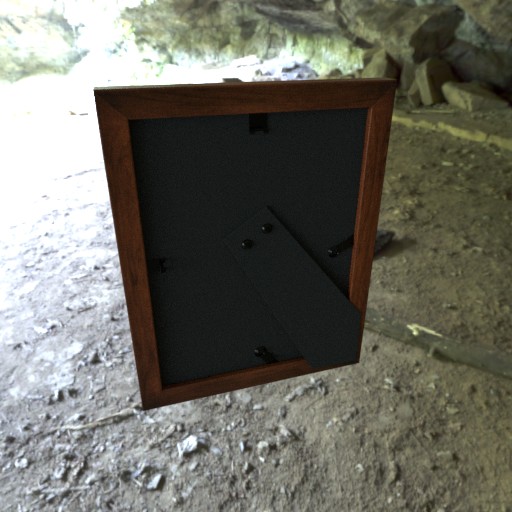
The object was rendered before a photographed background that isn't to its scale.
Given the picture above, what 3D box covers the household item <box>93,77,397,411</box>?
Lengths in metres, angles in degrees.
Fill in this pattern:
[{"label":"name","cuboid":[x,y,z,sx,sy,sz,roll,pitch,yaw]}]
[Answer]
[{"label":"household item","cuboid":[0.000,0.000,0.342,0.200,0.250,0.020,-8,28,-15]}]
